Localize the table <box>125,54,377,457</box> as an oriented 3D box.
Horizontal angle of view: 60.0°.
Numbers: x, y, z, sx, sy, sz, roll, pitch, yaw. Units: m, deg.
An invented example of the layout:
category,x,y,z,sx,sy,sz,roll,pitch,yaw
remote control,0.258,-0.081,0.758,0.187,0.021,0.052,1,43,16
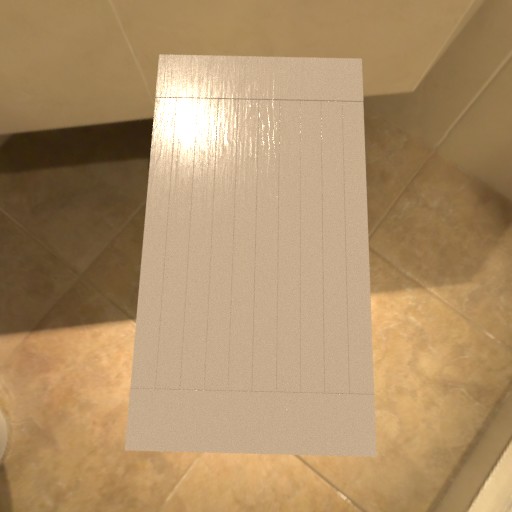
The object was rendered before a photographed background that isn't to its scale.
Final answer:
category,x,y,z,sx,sy,sz,roll,pitch,yaw
table,0.000,0.000,1.392,0.600,0.495,1.062,1,76,0
